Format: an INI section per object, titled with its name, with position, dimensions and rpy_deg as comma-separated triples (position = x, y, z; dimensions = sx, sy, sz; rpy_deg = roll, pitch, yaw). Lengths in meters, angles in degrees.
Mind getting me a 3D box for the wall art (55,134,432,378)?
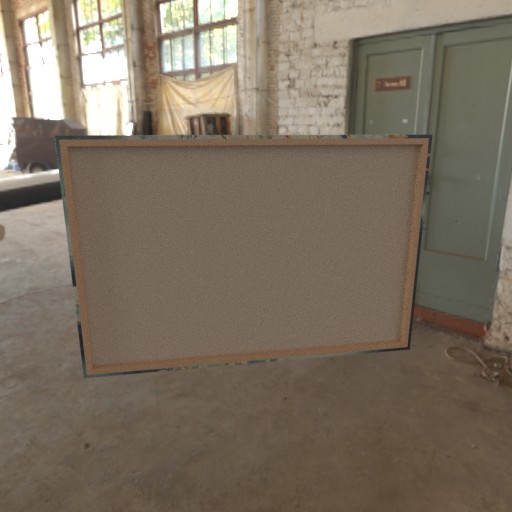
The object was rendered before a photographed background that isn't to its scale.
[wall art]
position = 0.000, 0.000, 1.442
dimensions = 1.138, 0.759, 0.035
rpy_deg = -3, 16, -9
